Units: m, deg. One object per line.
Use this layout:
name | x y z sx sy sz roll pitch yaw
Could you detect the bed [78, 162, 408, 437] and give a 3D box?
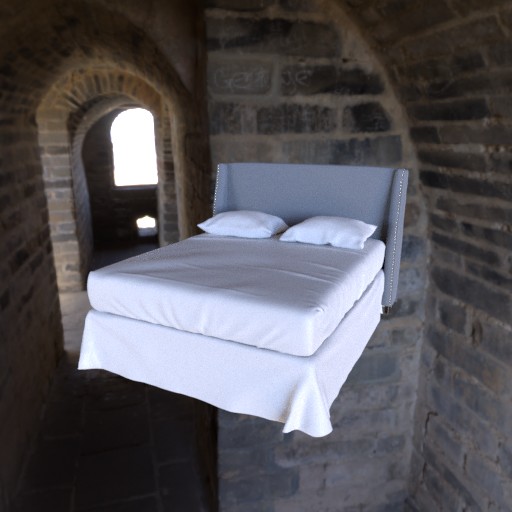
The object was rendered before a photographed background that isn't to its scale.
bed | 0.000 0.000 3.539 1.925 1.332 2.276 7 17 26
